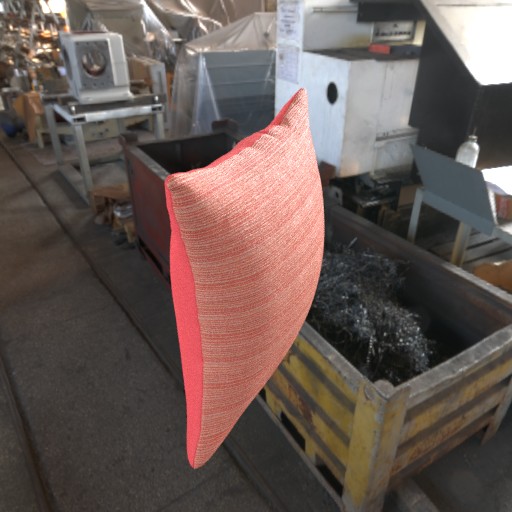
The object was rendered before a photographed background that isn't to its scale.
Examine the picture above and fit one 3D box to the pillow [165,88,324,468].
[{"bbox_3d":[0.000,0.000,0.817,0.229,0.501,0.559,11,33,18],"label":"pillow"}]
